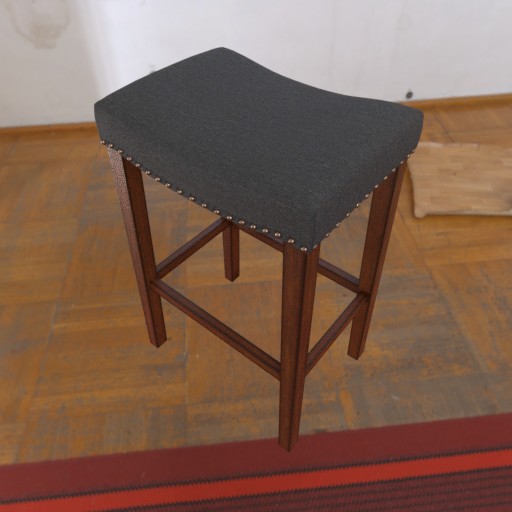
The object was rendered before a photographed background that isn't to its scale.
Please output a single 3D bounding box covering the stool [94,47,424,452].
[{"bbox_3d":[0.000,0.000,1.021,0.502,0.760,0.366,30,52,26],"label":"stool"}]
